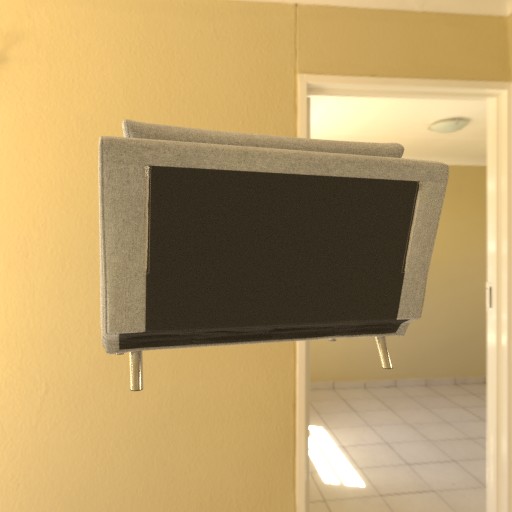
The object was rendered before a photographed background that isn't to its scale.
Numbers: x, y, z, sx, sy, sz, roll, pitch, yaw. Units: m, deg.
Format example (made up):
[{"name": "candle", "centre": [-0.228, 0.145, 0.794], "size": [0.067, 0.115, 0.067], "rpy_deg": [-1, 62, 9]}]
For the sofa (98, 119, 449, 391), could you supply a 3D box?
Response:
[{"name": "sofa", "centre": [0.000, 0.000, 1.865], "size": [1.220, 0.910, 0.910], "rpy_deg": [0, 0, -17]}]
